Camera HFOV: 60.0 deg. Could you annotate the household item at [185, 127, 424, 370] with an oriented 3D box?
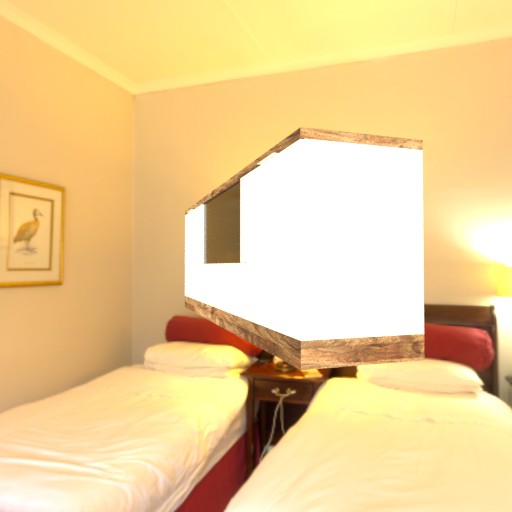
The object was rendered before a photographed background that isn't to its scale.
[{"bbox_3d":[0.000,0.000,2.030,0.390,0.615,1.800,0,-1,-18],"label":"household item"}]
